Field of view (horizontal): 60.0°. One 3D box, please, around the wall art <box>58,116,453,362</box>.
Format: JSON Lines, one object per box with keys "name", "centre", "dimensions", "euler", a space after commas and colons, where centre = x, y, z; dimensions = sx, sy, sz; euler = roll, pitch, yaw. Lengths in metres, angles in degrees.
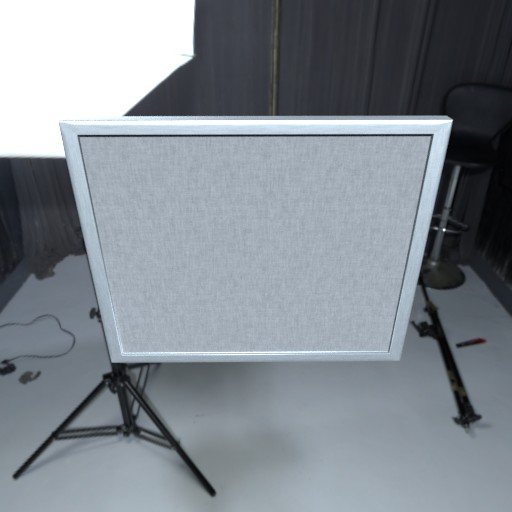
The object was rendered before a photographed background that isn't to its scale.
{"name": "wall art", "centre": [0.000, 0.000, 0.749], "dimensions": [0.556, 0.457, 0.028], "euler": [0, 30, 0]}
